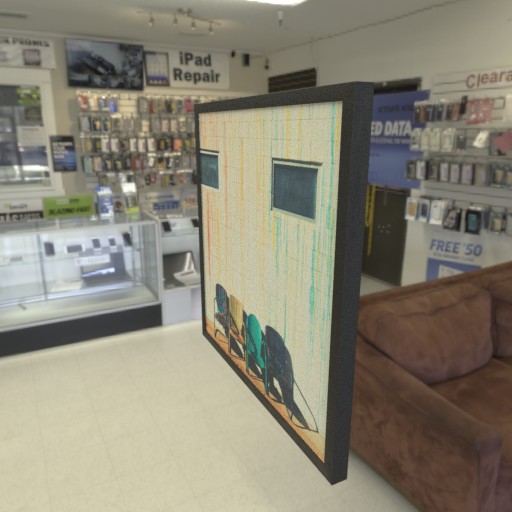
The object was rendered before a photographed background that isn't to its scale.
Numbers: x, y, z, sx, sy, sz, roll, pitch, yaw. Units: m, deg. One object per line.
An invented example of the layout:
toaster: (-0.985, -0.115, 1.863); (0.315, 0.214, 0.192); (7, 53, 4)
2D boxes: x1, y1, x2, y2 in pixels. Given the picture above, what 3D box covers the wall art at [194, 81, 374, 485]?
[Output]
wall art: (0.000, 0.000, 1.124); (0.039, 0.763, 0.763); (-8, 18, -25)
